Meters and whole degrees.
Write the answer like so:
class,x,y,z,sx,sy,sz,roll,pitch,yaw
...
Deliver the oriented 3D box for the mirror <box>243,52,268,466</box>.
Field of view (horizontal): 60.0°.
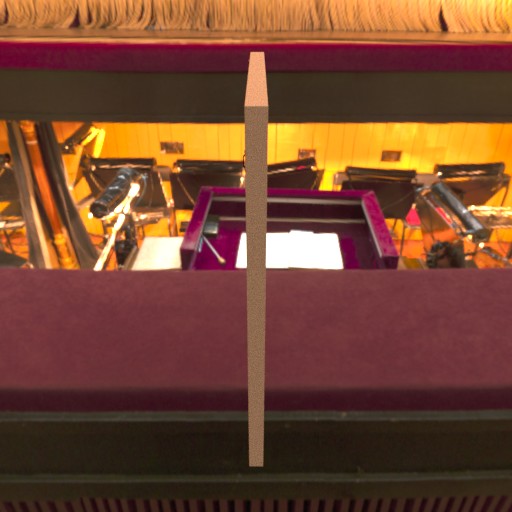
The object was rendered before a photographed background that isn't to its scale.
class,x,y,z,sx,sy,sz,roll,pitch,yaw
mirror,0.000,0.000,1.175,0.041,0.915,0.609,0,32,0
